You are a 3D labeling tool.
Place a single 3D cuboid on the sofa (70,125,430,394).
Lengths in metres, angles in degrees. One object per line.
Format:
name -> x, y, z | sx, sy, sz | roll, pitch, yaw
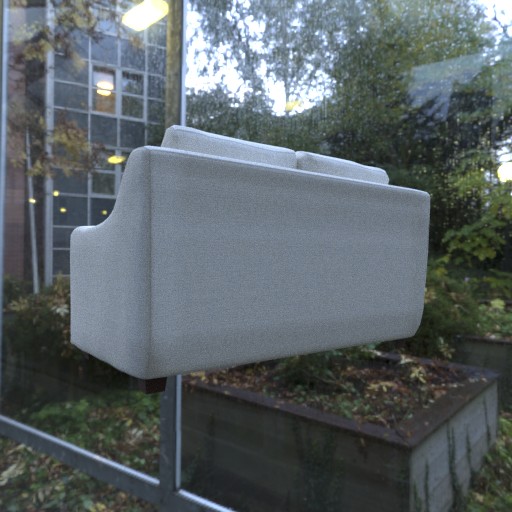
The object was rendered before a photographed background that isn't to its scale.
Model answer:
sofa -> 0.000, 0.000, 2.399 | 1.744, 1.047, 1.040 | 1, -1, -36
